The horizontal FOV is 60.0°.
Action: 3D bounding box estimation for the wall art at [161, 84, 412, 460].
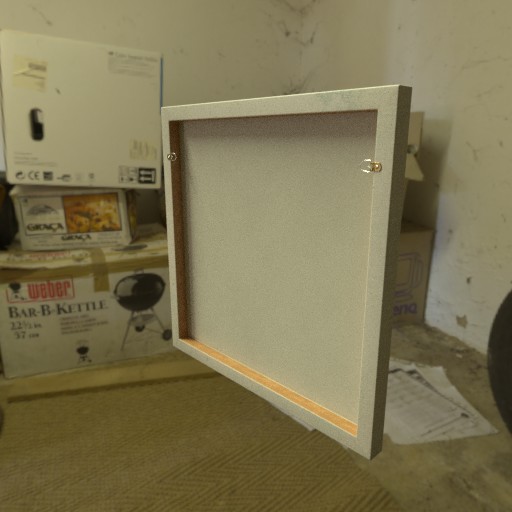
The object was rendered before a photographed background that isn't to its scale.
[{"bbox_3d":[0.000,0.000,0.915,0.040,0.612,0.612,-14,20,-42],"label":"wall art"}]
